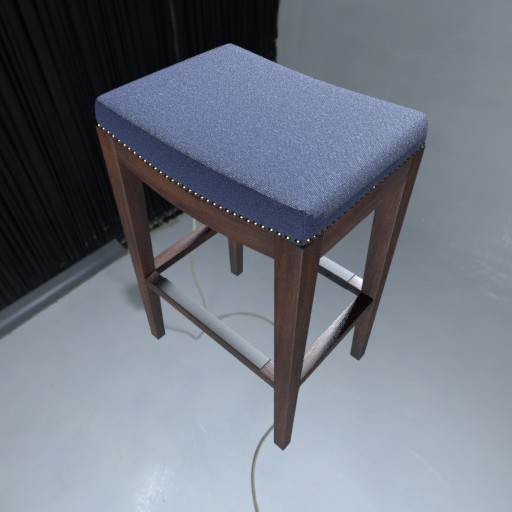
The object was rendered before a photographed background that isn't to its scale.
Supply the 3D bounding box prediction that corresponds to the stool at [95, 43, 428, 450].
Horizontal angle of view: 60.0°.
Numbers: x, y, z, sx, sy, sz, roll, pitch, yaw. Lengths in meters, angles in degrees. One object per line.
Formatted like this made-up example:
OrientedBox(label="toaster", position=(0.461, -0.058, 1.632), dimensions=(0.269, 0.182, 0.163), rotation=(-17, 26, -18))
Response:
OrientedBox(label="stool", position=(0.000, 0.000, 1.009), dimensions=(0.498, 0.740, 0.358), rotation=(33, 54, 28))
